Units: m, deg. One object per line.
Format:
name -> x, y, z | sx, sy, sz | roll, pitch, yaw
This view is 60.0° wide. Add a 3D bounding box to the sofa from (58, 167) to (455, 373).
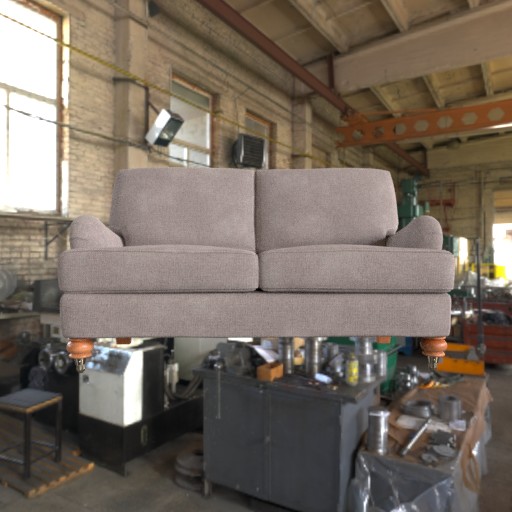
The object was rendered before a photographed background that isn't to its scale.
sofa -> 0.000, 0.000, 2.500 | 1.853, 1.101, 1.084 | 0, 0, -1
